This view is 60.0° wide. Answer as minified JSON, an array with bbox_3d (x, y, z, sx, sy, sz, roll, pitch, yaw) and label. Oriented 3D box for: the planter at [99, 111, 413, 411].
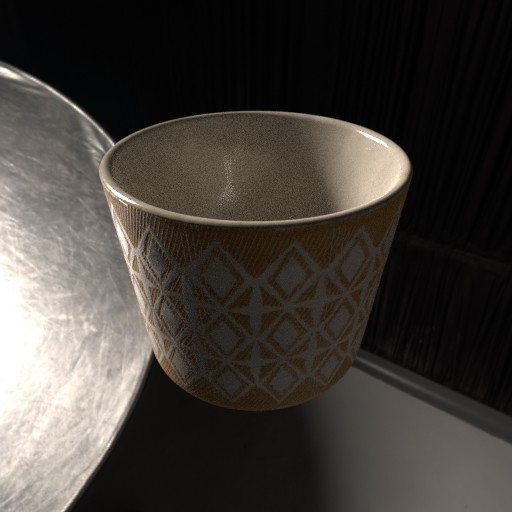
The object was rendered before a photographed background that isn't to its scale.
[{"bbox_3d":[0.000,0.000,0.214,0.126,0.104,0.126,0,33,0],"label":"planter"}]
